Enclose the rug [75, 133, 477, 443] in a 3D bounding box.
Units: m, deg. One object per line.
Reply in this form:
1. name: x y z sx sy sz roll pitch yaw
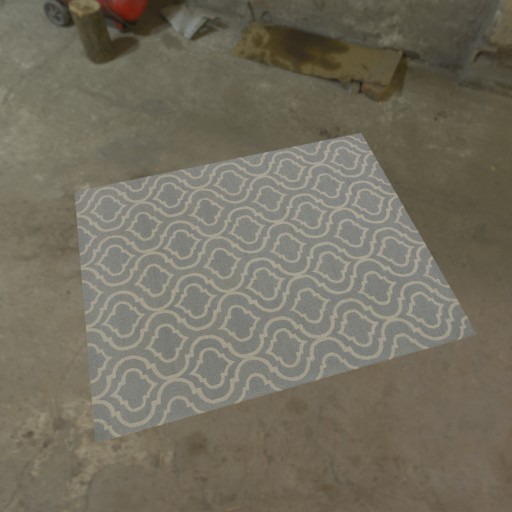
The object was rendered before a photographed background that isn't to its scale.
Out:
1. rug: 0.000 0.000 3.783 2.892 0.006 2.283 -13 59 -8
